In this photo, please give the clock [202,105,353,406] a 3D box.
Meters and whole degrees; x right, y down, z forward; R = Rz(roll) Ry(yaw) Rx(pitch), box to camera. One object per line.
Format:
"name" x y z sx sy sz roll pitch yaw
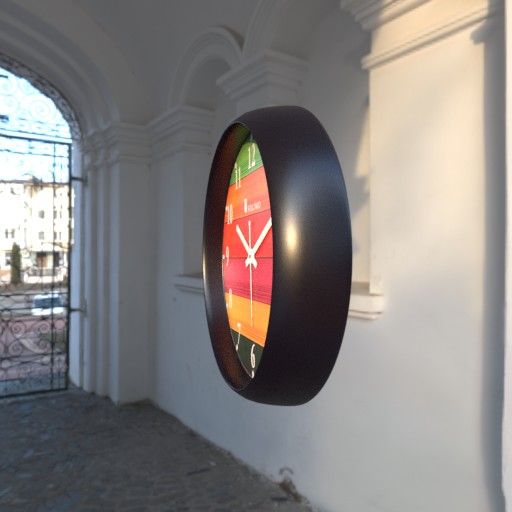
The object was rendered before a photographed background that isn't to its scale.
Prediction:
"clock" 0.000 0.000 0.458 0.060 0.300 0.300 0 1 -18
